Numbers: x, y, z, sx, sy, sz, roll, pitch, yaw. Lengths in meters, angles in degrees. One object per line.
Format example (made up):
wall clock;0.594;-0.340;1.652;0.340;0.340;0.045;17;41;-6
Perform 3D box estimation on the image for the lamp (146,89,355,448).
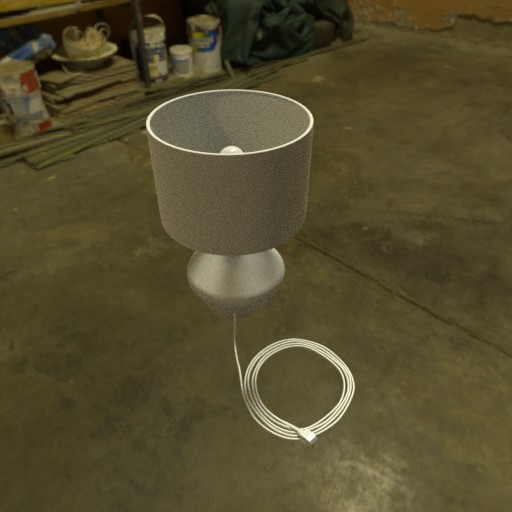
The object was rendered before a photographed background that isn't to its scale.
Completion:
lamp;0.000;0.000;0.862;0.401;0.457;0.546;0;39;0
